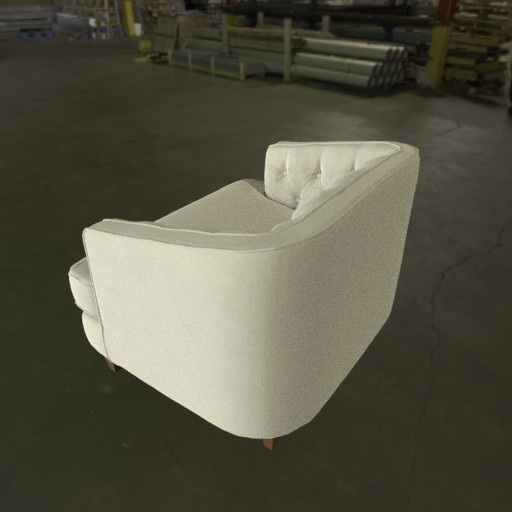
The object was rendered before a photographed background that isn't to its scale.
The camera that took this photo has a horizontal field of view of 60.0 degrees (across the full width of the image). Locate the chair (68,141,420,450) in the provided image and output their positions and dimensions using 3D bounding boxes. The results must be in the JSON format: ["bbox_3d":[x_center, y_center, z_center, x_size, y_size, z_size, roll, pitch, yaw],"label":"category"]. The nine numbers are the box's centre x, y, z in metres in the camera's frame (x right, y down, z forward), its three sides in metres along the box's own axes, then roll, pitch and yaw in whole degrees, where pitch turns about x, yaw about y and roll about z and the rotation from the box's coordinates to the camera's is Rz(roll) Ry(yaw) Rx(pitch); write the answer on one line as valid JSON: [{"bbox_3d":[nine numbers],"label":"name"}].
[{"bbox_3d":[0.000,0.000,1.725,0.941,0.852,1.104,21,37,30],"label":"chair"}]
